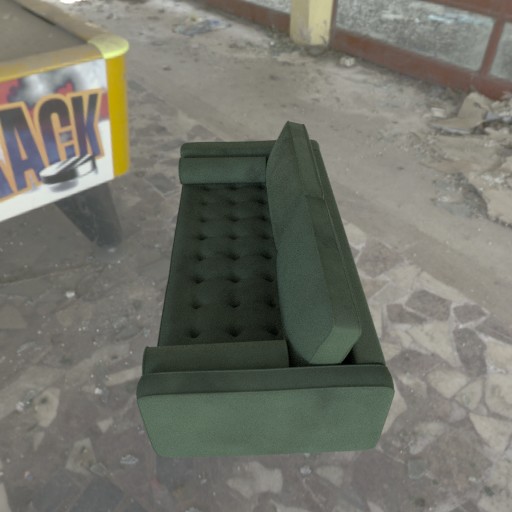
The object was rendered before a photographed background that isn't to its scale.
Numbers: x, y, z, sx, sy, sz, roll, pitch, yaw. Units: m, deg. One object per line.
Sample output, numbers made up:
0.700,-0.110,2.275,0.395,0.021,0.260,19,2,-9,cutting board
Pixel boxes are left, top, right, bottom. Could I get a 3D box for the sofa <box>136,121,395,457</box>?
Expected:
0.000,0.000,2.325,0.916,0.772,1.880,-1,41,-2,sofa
